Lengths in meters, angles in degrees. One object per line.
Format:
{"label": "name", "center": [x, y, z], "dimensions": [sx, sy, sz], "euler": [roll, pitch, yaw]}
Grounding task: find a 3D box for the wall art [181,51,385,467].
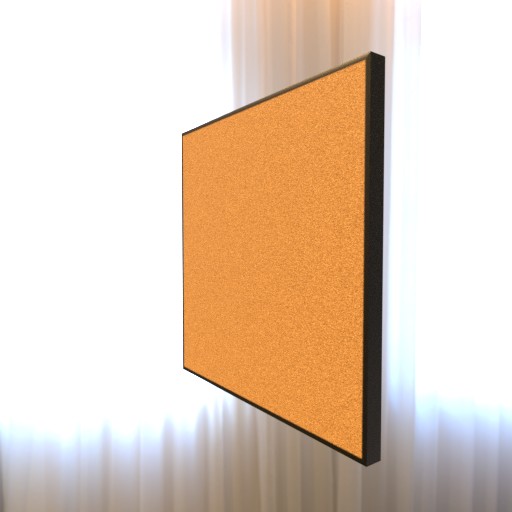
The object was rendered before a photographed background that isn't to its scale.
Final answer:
{"label": "wall art", "center": [0.000, 0.000, 1.139], "dimensions": [0.042, 0.766, 0.769], "euler": [-2, 3, -36]}
